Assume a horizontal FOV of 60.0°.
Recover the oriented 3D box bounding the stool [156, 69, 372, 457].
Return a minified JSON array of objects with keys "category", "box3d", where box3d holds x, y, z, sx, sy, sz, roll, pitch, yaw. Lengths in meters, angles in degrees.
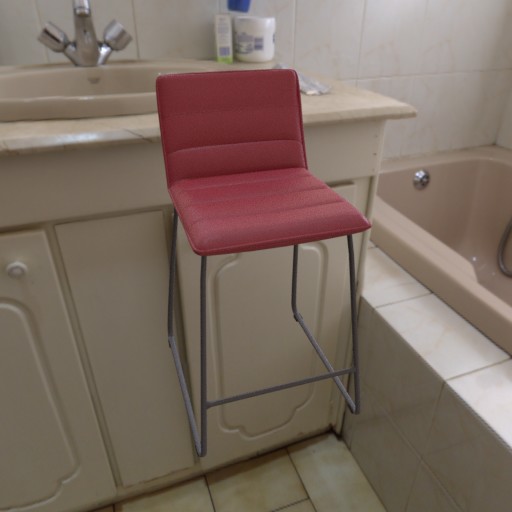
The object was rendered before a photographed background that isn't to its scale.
[{"category":"stool","box3d":[0.000,0.000,1.188,0.489,0.866,0.524,-9,32,-15]}]
